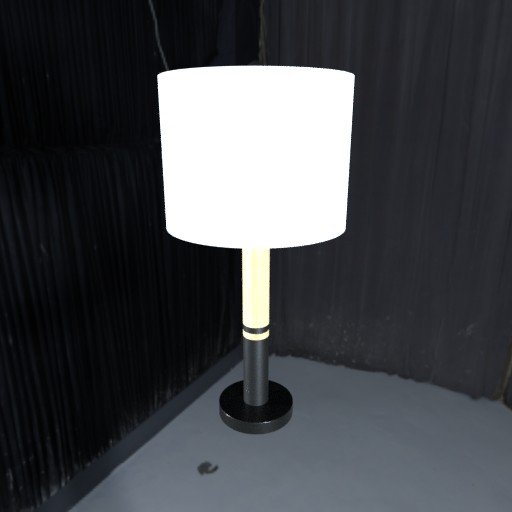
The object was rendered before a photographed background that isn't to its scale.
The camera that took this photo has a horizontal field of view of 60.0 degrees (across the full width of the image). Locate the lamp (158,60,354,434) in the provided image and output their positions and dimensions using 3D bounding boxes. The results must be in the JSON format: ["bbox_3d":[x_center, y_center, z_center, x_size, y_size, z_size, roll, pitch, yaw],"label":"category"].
[{"bbox_3d":[0.000,0.000,0.787,0.305,0.640,0.305,9,19,27],"label":"lamp"}]
